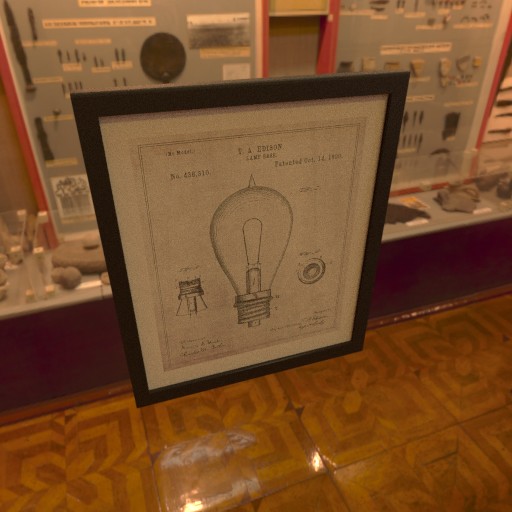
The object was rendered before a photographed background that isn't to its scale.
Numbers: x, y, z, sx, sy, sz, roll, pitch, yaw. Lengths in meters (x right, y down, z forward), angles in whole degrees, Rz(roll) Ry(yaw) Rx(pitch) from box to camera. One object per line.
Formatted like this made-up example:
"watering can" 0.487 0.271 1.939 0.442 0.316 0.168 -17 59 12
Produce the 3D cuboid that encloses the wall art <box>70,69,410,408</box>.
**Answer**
"wall art" 0.000 0.000 0.678 0.430 0.509 0.021 -10 33 -16
